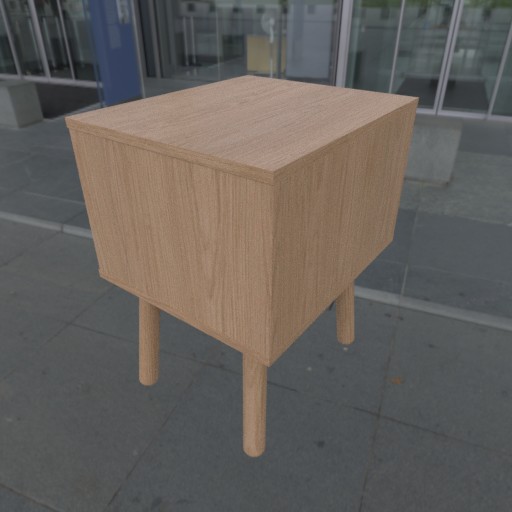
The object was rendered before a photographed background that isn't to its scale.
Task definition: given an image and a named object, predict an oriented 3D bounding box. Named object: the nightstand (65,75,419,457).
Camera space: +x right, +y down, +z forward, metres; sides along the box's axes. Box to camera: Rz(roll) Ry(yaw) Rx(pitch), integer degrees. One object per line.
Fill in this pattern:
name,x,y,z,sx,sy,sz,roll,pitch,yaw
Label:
nightstand,0.000,0.000,0.871,0.380,0.571,0.450,21,37,31
